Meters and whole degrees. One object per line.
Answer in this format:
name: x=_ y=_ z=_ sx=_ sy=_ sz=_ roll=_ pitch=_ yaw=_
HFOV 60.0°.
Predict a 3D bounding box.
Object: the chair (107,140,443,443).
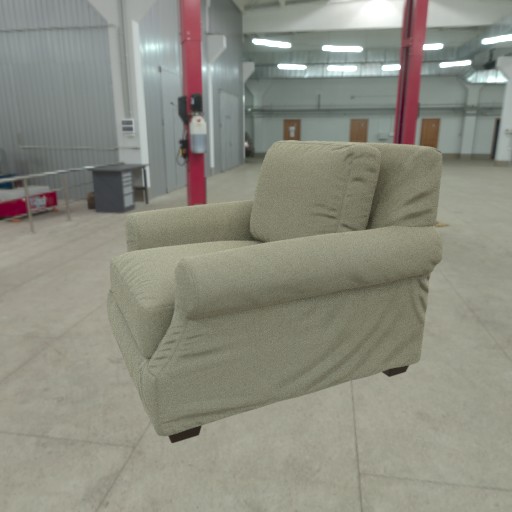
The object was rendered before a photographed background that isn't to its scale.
chair: x=0.000 y=0.000 z=1.724 sx=1.066 sy=0.866 sz=0.940 roll=-8 pitch=17 yaw=-25
